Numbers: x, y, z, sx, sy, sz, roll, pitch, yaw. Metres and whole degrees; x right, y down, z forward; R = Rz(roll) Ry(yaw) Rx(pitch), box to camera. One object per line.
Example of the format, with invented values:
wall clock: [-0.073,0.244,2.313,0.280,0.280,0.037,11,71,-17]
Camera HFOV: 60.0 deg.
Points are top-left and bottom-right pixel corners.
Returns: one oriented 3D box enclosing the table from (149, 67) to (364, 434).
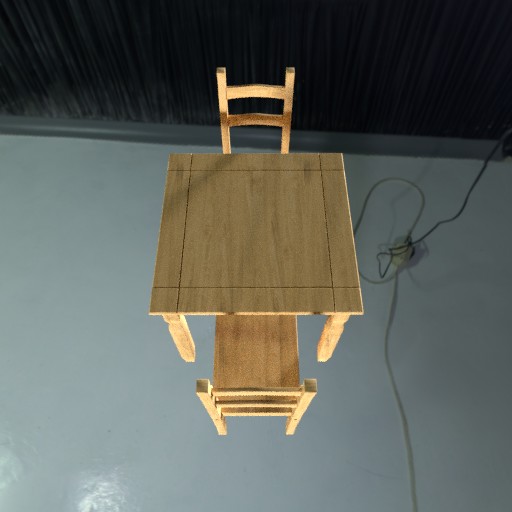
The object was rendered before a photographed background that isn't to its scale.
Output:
table: [0.000,0.000,2.108,0.813,0.942,1.501,0,59,0]
